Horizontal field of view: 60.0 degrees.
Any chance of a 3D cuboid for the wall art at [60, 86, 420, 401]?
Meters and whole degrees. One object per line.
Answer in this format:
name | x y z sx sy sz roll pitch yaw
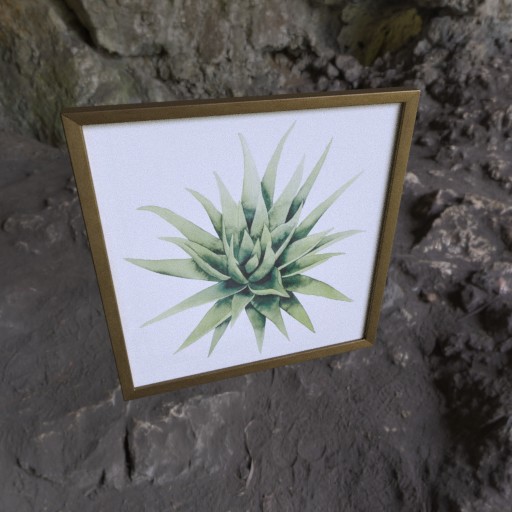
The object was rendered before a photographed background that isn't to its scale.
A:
wall art | 0.000 0.000 0.739 0.503 0.506 0.030 -9 32 -14
